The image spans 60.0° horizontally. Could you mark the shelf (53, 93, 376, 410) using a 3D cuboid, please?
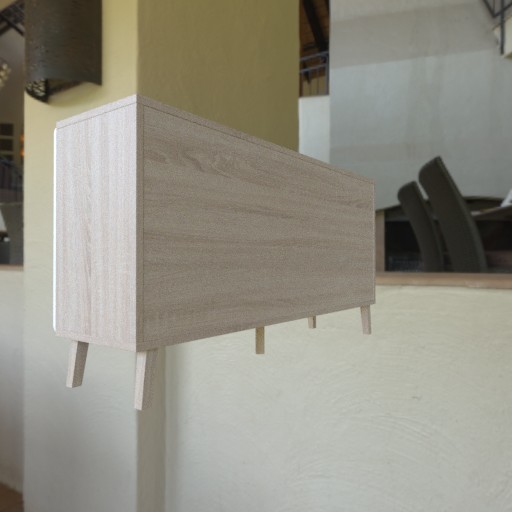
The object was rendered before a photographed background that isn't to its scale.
[{"bbox_3d":[0.000,0.000,1.790,0.400,0.780,1.490,0,-1,37],"label":"shelf"}]
